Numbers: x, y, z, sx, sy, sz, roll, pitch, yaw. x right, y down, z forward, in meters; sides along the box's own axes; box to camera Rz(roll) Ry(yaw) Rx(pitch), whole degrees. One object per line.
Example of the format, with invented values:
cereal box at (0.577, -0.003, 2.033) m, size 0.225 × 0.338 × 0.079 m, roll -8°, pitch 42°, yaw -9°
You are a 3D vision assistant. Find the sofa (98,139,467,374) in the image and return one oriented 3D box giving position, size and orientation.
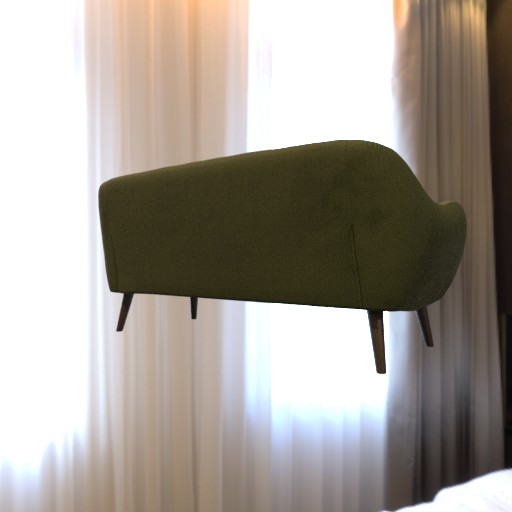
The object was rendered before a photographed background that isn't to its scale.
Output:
sofa at (0.000, 0.000, 2.240) m, size 1.840 × 0.836 × 0.820 m, roll 0°, pitch 0°, yaw 36°
